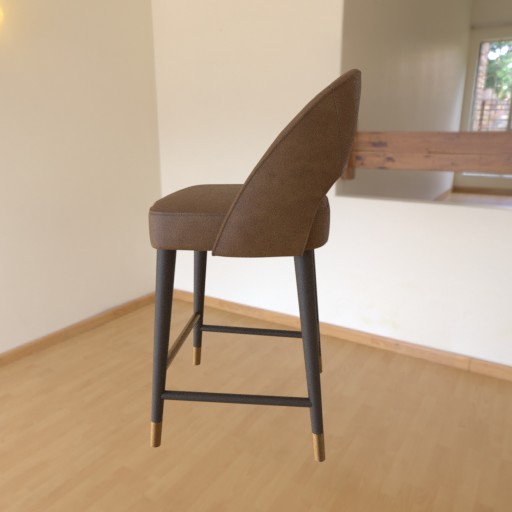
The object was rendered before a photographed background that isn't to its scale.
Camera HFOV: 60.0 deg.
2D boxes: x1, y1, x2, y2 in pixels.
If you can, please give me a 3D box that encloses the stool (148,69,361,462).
[{"bbox_3d":[0.000,0.000,1.221,0.509,0.940,0.494,2,16,7],"label":"stool"}]
